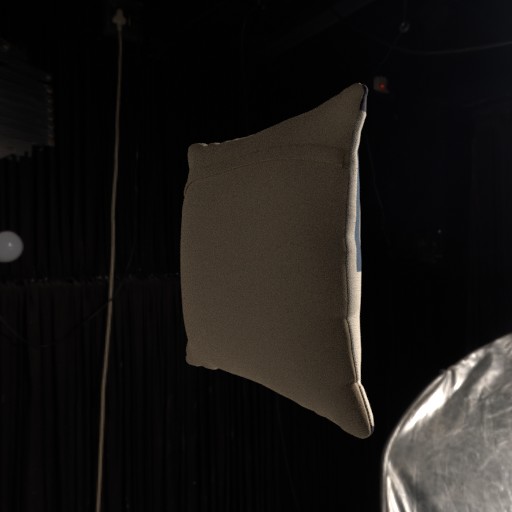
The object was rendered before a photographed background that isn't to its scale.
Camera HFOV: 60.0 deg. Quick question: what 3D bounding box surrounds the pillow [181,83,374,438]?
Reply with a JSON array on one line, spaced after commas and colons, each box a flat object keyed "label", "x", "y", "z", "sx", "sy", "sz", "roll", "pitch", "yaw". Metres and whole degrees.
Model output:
[{"label": "pillow", "x": 0.000, "y": 0.000, "z": 0.824, "sx": 0.229, "sy": 0.506, "sz": 0.536, "roll": 0, "pitch": 1, "yaw": -36}]
